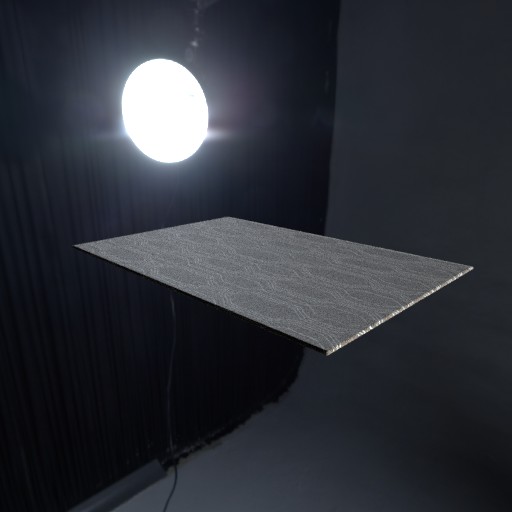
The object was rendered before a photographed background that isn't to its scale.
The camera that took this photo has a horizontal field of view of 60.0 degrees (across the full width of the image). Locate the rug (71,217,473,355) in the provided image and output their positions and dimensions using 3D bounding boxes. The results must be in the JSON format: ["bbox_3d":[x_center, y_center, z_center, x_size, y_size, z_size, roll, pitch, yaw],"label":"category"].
[{"bbox_3d":[0.000,0.000,2.407,1.836,0.012,1.239,15,22,42],"label":"rug"}]
